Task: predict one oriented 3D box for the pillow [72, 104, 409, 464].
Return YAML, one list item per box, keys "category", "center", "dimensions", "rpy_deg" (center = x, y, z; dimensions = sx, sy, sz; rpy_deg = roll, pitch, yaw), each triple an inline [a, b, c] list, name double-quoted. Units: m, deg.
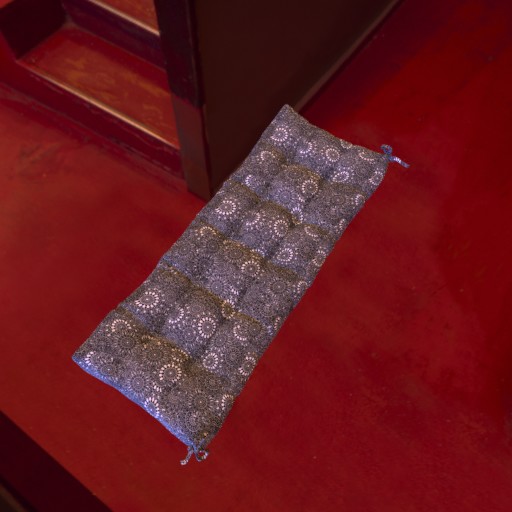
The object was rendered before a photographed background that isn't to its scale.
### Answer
- category: "pillow"
  center: [0.000, 0.000, 1.383]
  dimensions: [0.511, 0.174, 1.194]
  rpy_deg: [31, 68, 14]
